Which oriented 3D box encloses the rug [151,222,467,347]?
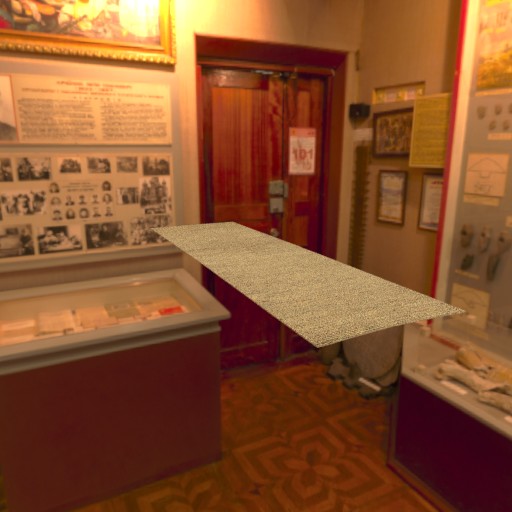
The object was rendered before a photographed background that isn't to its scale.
[{"bbox_3d":[0.000,0.000,2.575,0.697,0.013,2.335,-7,15,-25],"label":"rug"}]
